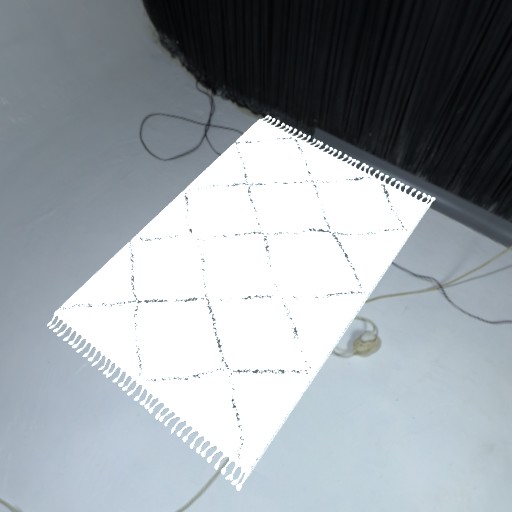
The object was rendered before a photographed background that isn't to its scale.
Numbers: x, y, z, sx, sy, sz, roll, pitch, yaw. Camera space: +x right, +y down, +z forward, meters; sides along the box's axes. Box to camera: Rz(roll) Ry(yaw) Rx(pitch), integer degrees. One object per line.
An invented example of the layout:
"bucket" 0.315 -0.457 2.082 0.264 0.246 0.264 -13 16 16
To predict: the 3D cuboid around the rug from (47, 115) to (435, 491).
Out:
"rug" 0.000 0.000 2.915 1.494 0.031 2.307 32 64 18
